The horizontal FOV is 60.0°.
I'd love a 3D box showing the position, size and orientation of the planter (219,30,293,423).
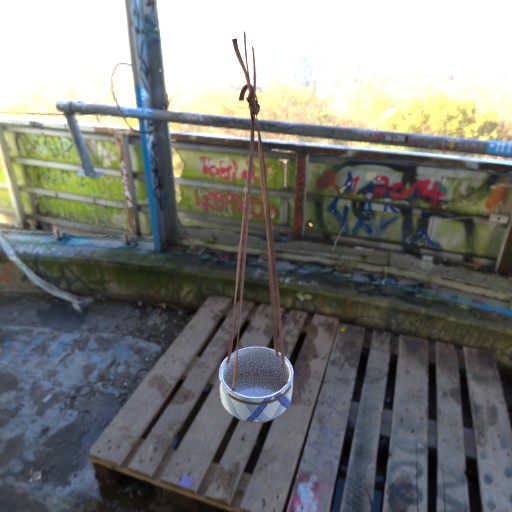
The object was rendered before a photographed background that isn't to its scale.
[{"bbox_3d":[0.000,0.000,0.831,0.166,0.751,0.166,11,31,18],"label":"planter"}]
